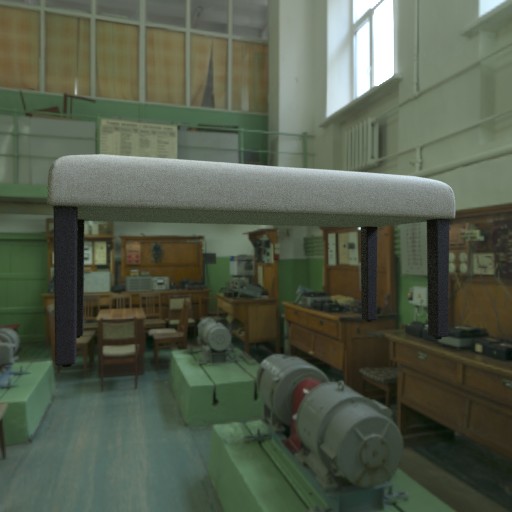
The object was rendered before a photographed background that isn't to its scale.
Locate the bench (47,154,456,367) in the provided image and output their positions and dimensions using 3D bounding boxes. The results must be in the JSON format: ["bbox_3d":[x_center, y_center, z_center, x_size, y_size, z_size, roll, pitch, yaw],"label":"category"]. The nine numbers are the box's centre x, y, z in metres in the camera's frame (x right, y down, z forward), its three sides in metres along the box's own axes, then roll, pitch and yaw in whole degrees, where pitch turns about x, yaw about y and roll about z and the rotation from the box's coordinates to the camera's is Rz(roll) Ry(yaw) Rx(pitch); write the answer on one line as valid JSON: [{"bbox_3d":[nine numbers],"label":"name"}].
[{"bbox_3d":[0.000,0.000,1.231,1.013,0.456,0.407,0,0,-19],"label":"bench"}]
